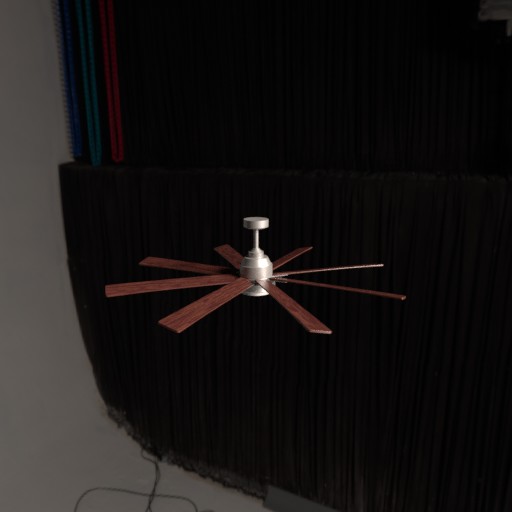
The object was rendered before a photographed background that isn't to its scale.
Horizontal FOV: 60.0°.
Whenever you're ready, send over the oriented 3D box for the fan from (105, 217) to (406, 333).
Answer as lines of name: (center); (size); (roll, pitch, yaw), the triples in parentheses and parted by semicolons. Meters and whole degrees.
fan: (0.000, 0.000, 2.806); (1.830, 0.472, 1.830); (7, 16, 26)
